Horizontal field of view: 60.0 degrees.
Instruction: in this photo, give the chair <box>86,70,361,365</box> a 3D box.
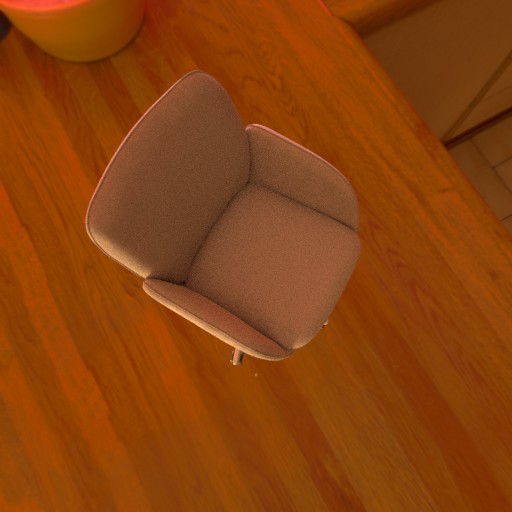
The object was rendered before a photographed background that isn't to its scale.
[{"bbox_3d":[0.000,0.000,1.399,0.654,0.959,0.648,29,77,8],"label":"chair"}]
